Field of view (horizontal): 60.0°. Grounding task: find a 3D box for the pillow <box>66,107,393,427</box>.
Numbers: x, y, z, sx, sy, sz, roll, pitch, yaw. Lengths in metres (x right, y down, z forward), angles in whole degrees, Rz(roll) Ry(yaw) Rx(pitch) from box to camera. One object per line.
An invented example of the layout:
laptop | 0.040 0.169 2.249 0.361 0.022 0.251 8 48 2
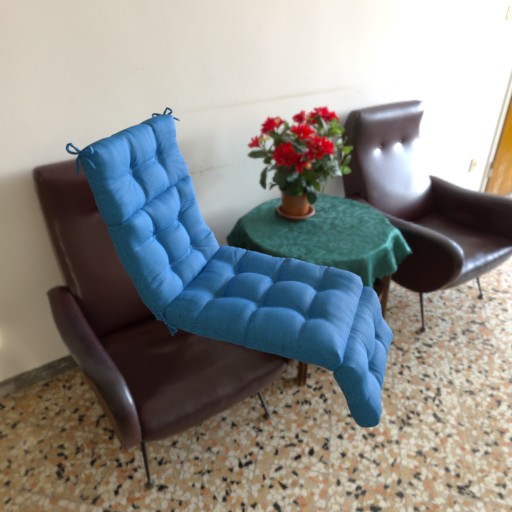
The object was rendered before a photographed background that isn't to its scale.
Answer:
pillow | 0.000 0.000 1.558 1.016 0.863 0.526 11 32 17
